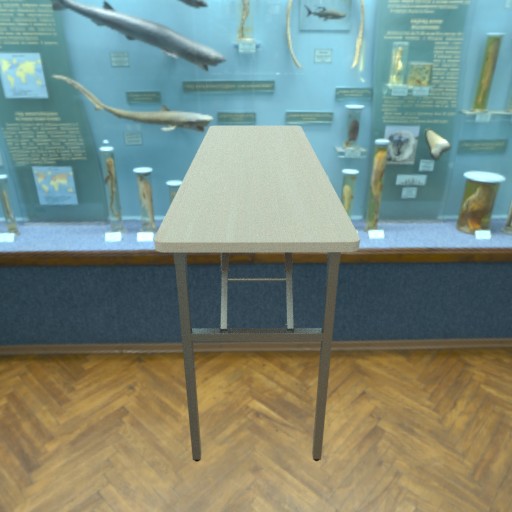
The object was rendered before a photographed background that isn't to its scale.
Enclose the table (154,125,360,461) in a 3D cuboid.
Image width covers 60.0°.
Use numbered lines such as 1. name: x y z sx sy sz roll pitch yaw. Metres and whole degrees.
1. table: 0.000 0.000 1.727 0.446 0.750 1.397 0 26 0
